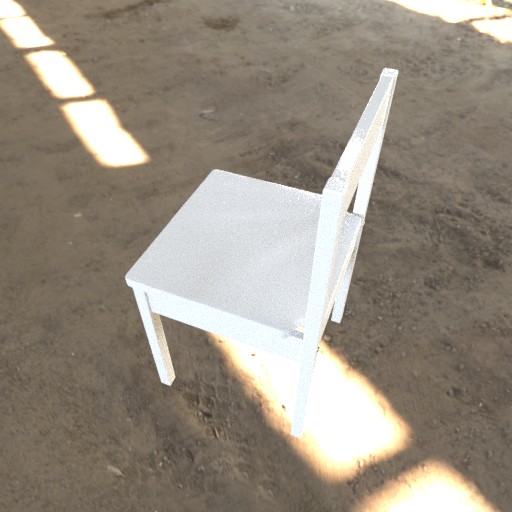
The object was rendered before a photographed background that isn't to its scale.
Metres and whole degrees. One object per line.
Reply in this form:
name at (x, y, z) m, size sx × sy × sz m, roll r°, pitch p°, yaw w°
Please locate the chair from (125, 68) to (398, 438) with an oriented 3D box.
chair at (0.000, 0.000, 0.891) m, size 0.361 × 0.668 × 0.367 m, roll 16°, pitch 48°, yaw 15°
